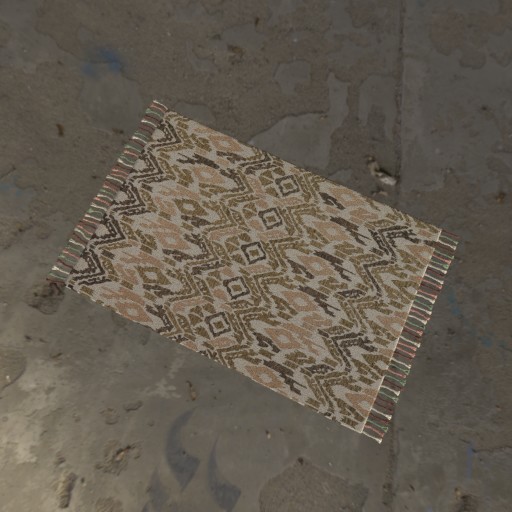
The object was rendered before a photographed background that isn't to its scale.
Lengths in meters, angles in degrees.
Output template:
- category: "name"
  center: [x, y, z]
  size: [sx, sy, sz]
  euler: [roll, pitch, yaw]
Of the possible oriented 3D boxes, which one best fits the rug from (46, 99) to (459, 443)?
- category: "rug"
  center: [0.000, 0.000, 3.023]
  size: [2.438, 0.008, 1.524]
  euler: [25, 77, 6]
